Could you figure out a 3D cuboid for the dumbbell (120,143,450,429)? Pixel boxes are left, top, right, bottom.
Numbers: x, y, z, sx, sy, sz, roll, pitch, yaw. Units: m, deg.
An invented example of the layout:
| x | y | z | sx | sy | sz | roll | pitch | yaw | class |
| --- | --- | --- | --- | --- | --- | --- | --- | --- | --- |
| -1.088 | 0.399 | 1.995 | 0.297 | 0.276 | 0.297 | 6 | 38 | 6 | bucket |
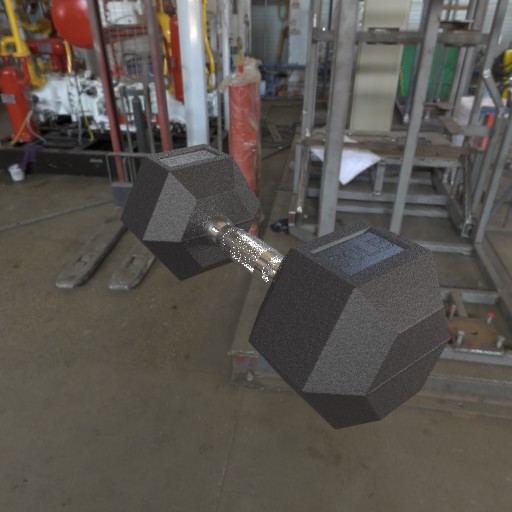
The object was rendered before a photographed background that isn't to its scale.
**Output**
| x | y | z | sx | sy | sz | roll | pitch | yaw | class |
| --- | --- | --- | --- | --- | --- | --- | --- | --- | --- |
| 0.000 | 0.000 | 0.401 | 0.142 | 0.123 | 0.337 | -21 | 37 | -30 | dumbbell |
